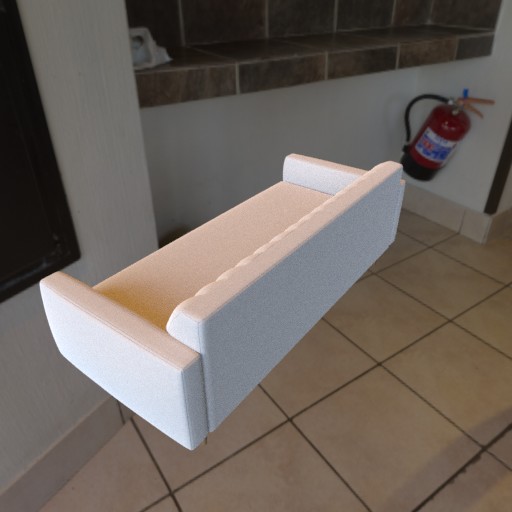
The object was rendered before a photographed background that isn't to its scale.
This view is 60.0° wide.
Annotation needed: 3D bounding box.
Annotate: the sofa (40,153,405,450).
[{"bbox_3d":[0.000,0.000,2.736,0.990,0.821,2.291,22,38,30],"label":"sofa"}]
